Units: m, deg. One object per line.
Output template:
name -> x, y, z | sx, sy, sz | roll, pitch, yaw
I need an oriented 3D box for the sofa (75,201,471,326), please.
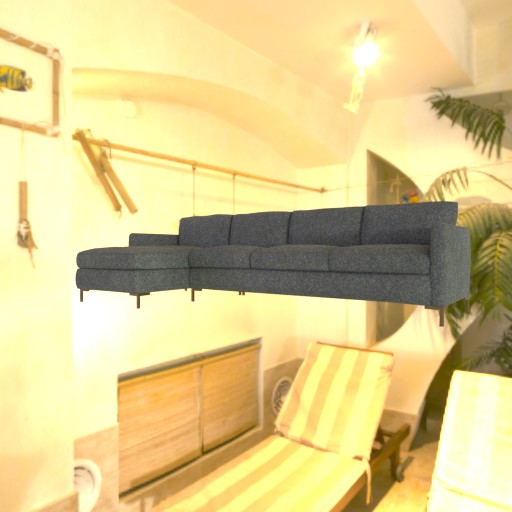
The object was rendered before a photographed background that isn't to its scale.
sofa -> 0.000, 0.000, 3.517 | 2.932, 0.810, 1.350 | 1, 1, 36
